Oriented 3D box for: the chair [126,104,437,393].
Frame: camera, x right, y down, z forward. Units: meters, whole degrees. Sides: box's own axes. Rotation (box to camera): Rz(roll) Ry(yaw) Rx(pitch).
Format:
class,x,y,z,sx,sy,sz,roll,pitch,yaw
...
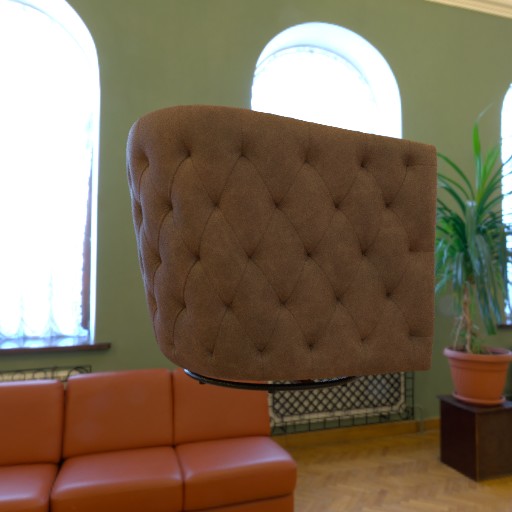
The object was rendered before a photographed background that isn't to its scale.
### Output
class,x,y,z,sx,sy,sz,roll,pitch,yaw
chair,0.000,0.000,1.539,0.870,0.790,0.850,1,-2,-19
